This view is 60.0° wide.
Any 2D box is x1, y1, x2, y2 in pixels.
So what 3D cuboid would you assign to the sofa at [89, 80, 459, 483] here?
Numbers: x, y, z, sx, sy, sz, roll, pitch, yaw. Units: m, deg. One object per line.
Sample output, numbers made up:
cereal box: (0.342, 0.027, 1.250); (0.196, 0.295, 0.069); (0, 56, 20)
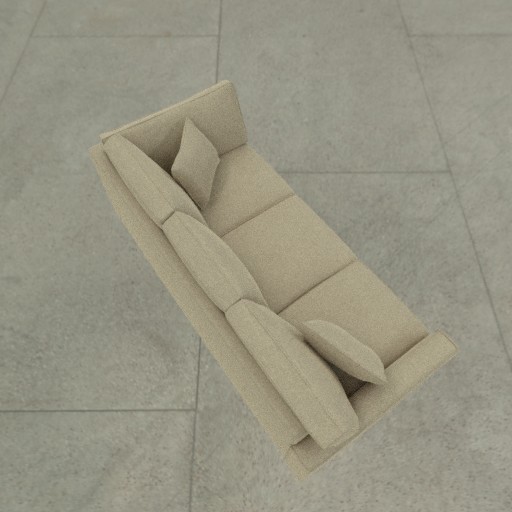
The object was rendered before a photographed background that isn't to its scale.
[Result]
sofa: (0.000, 0.000, 2.764); (1.061, 0.962, 2.317); (-32, 64, -18)
